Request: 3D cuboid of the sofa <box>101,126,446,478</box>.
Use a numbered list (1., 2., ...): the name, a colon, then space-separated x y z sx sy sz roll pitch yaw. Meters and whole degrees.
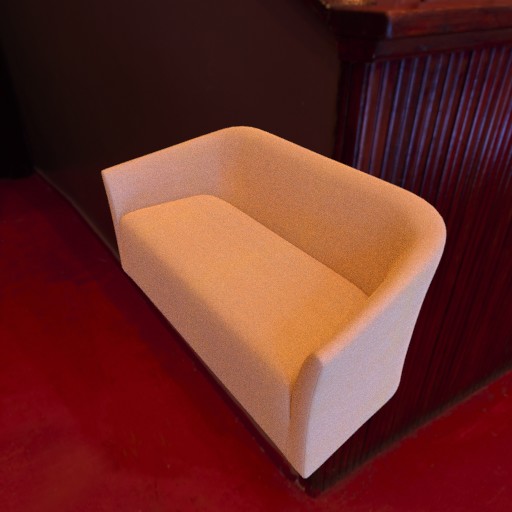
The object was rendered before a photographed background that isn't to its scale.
1. sofa: 0.000 0.000 1.824 0.705 0.721 1.452 -22 40 -30
